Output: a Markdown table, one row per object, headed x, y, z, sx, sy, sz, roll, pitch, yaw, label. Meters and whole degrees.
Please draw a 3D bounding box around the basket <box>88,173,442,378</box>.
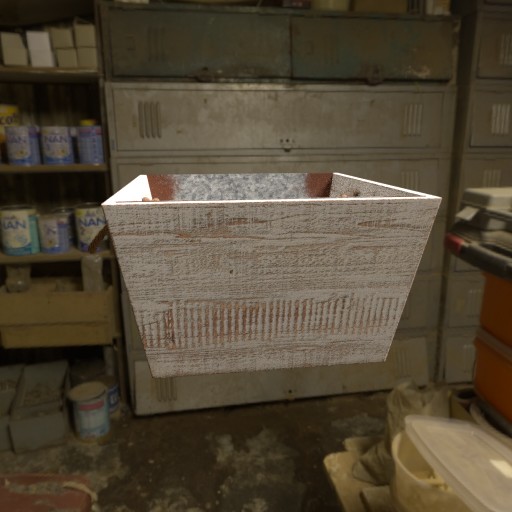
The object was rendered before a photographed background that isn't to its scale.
| x | y | z | sx | sy | sz | roll | pitch | yaw | label |
| --- | --- | --- | --- | --- | --- | --- | --- | --- | --- |
| 0.000 | 0.000 | 0.757 | 0.545 | 0.247 | 0.413 | -2 | 15 | -8 | basket |
